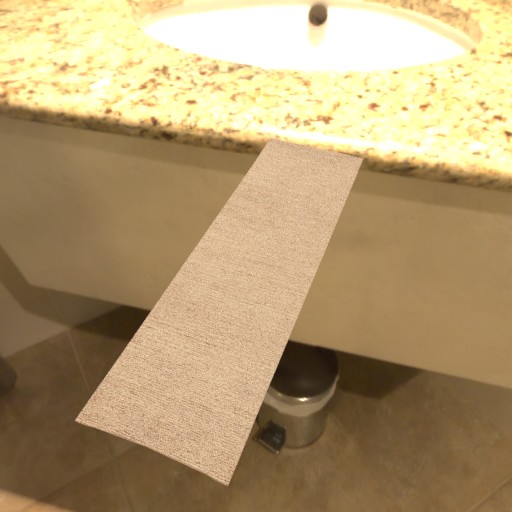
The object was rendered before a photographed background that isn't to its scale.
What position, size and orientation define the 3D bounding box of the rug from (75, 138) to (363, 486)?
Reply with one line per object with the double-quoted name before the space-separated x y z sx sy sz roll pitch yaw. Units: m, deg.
"rug" 0.000 0.000 2.530 0.712 0.013 2.346 17 50 15
